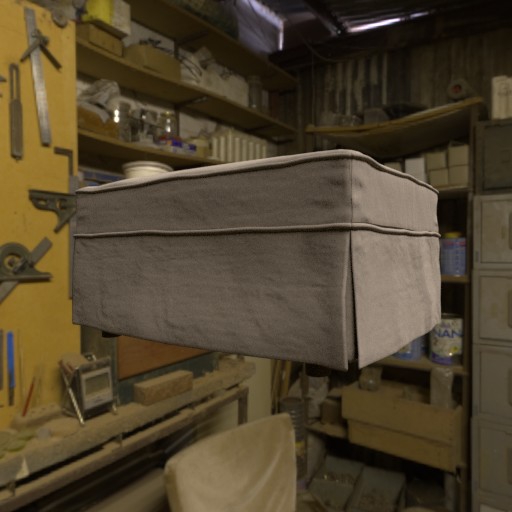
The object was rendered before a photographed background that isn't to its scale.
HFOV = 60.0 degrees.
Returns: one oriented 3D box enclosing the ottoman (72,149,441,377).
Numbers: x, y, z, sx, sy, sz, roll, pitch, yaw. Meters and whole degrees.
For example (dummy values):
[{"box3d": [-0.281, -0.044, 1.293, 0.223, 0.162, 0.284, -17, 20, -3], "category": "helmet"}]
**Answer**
[{"box3d": [0.000, 0.000, 1.322, 0.944, 0.479, 0.703, 1, 1, 36], "category": "ottoman"}]
